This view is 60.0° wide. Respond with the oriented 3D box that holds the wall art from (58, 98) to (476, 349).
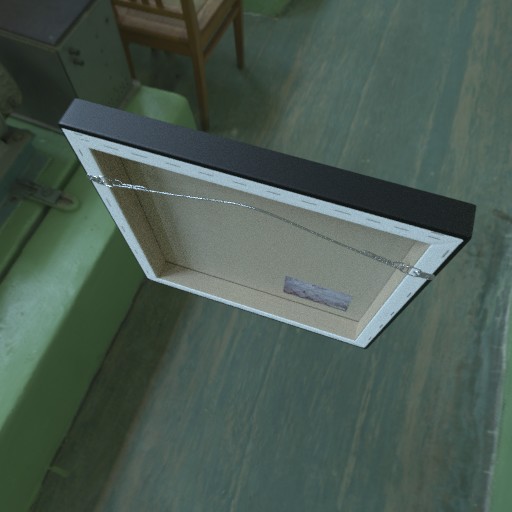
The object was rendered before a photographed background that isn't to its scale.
[{"bbox_3d":[0.000,0.000,0.600,0.406,0.407,0.041,17,66,8],"label":"wall art"}]
